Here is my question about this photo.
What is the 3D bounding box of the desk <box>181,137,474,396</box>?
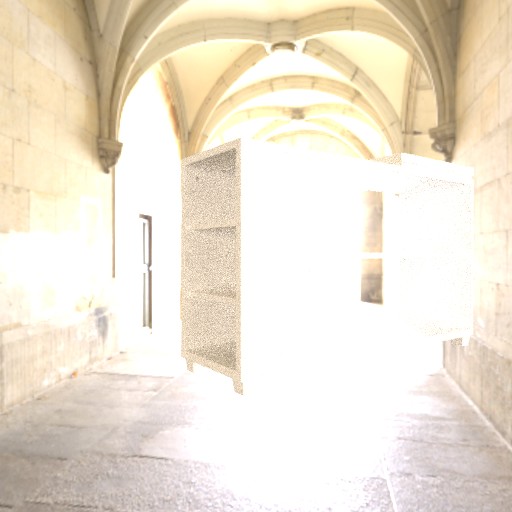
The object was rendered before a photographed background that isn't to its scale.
[{"bbox_3d":[0.000,0.000,2.169,1.199,0.759,1.524,0,1,-36],"label":"desk"}]
